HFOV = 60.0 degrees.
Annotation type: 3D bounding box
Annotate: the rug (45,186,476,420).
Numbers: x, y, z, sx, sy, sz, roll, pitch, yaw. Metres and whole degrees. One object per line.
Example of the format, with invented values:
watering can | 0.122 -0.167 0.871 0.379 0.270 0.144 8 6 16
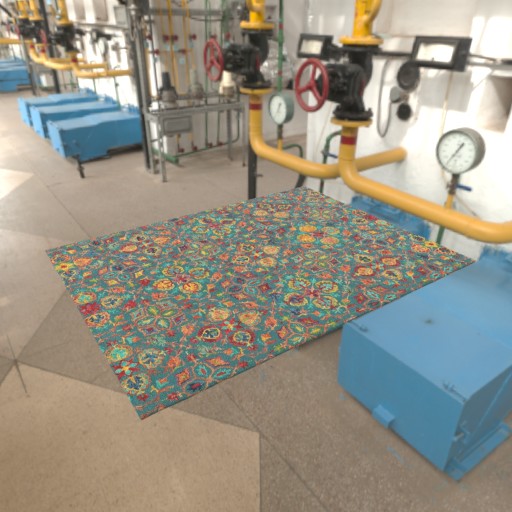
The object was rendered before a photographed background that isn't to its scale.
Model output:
rug | 0.000 0.000 4.127 3.204 0.025 2.434 -18 33 -30
